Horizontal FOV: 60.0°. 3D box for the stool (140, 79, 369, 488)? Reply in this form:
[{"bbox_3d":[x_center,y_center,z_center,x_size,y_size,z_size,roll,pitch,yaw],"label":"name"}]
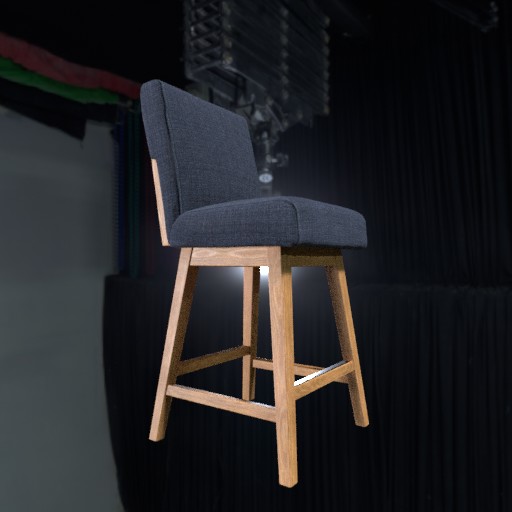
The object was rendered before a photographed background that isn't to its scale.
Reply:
[{"bbox_3d":[0.000,0.000,1.295,0.526,1.010,0.459,0,-1,35],"label":"stool"}]
